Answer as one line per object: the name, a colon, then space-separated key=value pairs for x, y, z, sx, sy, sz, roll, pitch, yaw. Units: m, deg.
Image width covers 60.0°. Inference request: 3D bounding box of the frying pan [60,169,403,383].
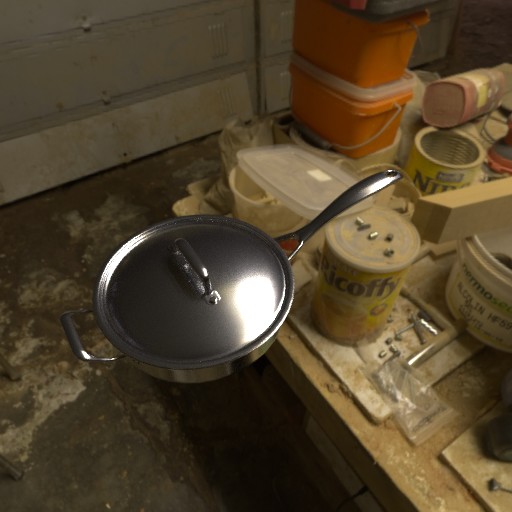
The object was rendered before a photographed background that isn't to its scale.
frying pan: x=0.000 y=0.000 z=0.665 sx=0.561 sy=0.114 sz=0.280 roll=-24 pitch=51 yaw=-22
